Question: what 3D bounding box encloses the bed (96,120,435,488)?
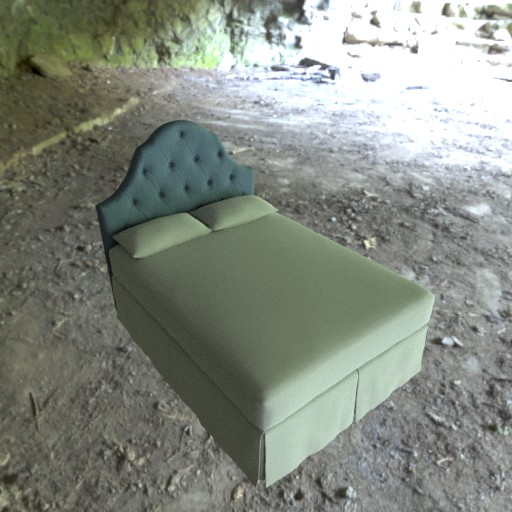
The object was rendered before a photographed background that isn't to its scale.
[{"bbox_3d":[0.000,0.000,3.271,1.636,1.575,2.155,-21,36,-32],"label":"bed"}]
